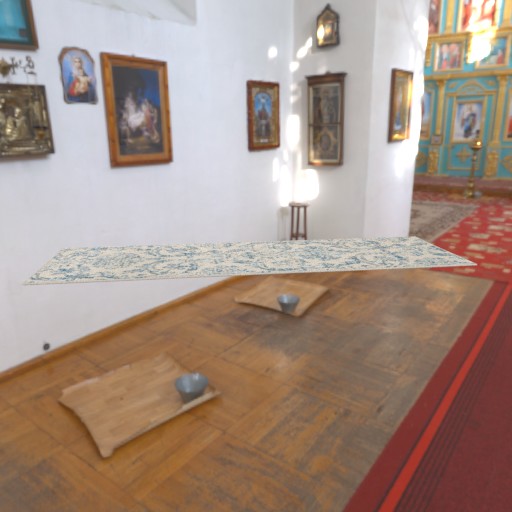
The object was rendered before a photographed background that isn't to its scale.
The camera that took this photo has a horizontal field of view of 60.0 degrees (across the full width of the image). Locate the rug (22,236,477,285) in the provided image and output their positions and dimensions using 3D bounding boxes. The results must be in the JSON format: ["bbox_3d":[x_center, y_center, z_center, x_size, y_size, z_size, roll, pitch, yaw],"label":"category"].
[{"bbox_3d":[0.000,0.000,2.431,2.196,0.011,0.662,-2,15,-8],"label":"rug"}]
